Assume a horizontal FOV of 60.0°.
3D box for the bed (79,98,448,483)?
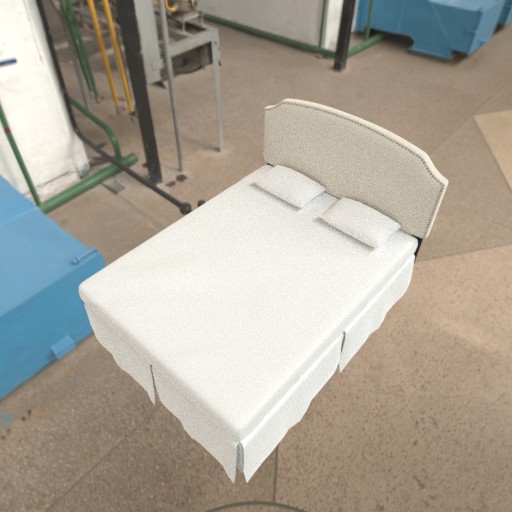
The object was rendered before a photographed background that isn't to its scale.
[{"bbox_3d":[0.000,0.000,2.971,1.558,1.270,1.999,32,54,28],"label":"bed"}]
